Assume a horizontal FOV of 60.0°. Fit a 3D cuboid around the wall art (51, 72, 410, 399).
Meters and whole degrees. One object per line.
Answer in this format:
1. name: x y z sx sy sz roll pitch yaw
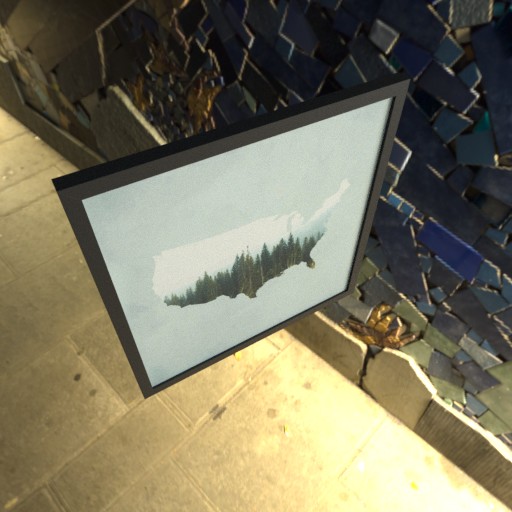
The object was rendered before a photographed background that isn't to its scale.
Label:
1. wall art: 0.000 0.000 1.132 0.763 0.763 0.038 -23 52 -20
